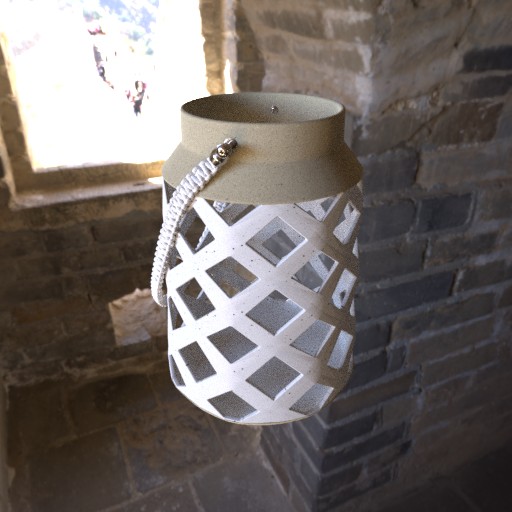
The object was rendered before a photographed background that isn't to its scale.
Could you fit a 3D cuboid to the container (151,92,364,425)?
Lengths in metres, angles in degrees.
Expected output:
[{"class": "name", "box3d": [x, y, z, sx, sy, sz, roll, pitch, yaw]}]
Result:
[{"class": "container", "box3d": [0.000, 0.000, 0.403, 0.198, 0.264, 0.188, 8, 30, 14]}]
